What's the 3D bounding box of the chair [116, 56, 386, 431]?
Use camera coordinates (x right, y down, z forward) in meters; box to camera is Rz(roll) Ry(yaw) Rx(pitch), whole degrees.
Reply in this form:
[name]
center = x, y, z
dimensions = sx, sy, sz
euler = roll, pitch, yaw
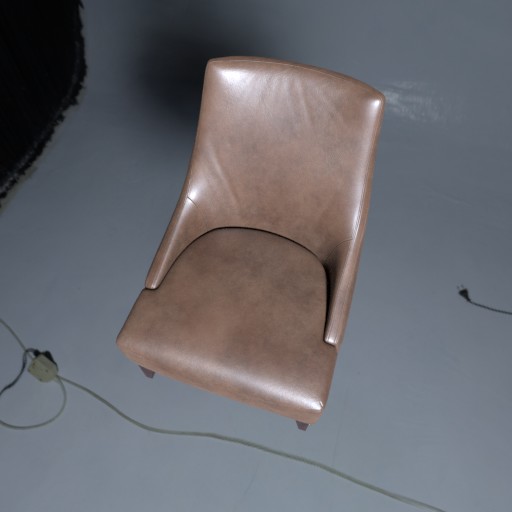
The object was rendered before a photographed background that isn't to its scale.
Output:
[chair]
center = 0.000, 0.000, 1.493
dimensions = 0.701, 0.909, 0.861
euler = 16, 59, 10
